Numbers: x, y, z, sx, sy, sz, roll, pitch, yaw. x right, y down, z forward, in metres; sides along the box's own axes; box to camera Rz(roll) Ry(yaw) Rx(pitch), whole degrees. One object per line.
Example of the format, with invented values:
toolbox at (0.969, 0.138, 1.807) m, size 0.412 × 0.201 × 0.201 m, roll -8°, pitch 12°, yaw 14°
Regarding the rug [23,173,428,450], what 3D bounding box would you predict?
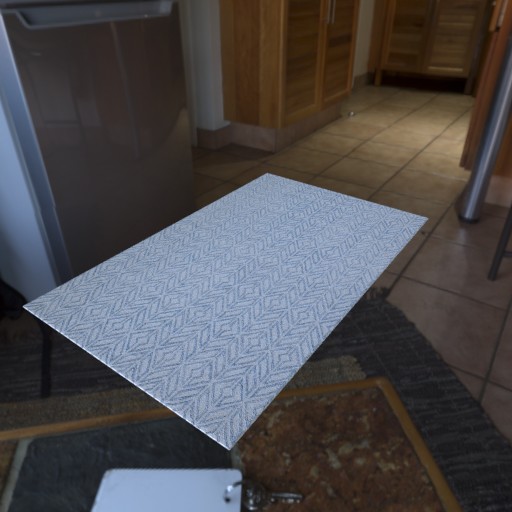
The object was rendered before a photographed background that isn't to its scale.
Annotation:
rug at (0.000, 0.000, 2.989) m, size 1.526 × 0.008 × 2.441 m, roll 22°, pitch 39°, yaw 30°
